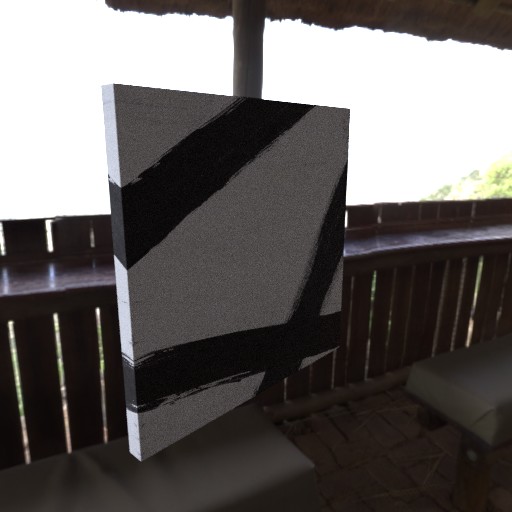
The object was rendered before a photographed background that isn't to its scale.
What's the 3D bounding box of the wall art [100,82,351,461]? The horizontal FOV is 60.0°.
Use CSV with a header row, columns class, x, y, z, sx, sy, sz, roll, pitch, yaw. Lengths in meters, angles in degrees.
class,x,y,z,sx,sy,sz,roll,pitch,yaw
wall art,0.000,0.000,1.143,0.046,0.765,0.765,13,19,42
